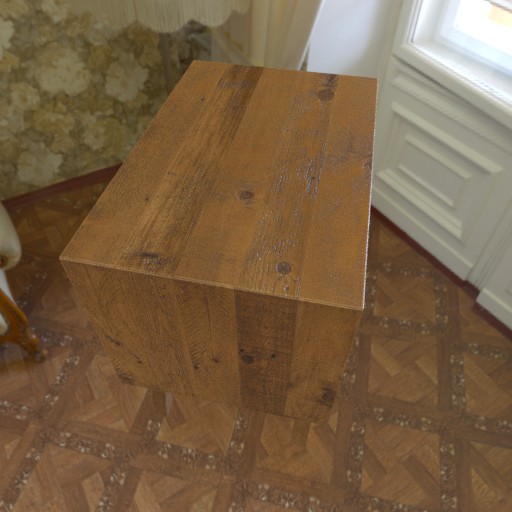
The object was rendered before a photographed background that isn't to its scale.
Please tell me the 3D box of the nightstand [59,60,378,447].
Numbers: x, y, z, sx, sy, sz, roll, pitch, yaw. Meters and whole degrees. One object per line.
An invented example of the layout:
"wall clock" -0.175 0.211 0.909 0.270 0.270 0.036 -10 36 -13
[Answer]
"nightstand" 0.000 0.000 1.045 0.450 0.599 0.650 9 49 8
